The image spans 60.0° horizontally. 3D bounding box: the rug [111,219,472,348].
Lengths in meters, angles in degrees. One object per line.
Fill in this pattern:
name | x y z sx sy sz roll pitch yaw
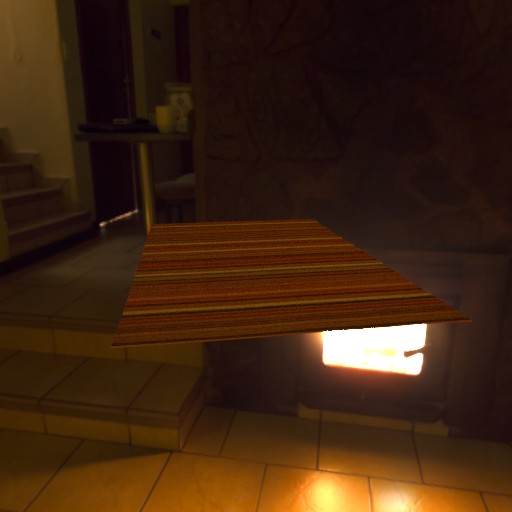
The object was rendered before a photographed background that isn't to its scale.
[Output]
rug | 0.000 0.000 2.970 1.523 0.008 2.438 -2 16 -9
